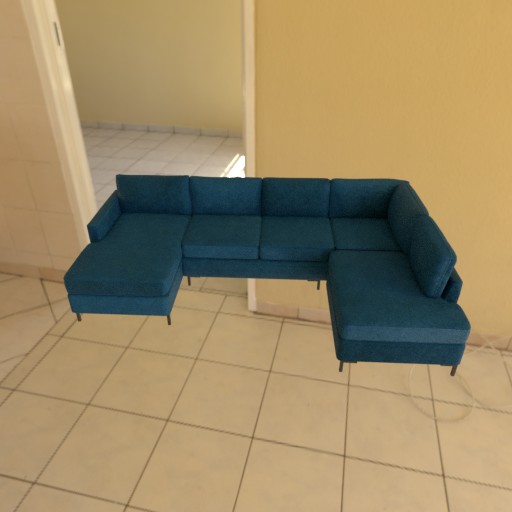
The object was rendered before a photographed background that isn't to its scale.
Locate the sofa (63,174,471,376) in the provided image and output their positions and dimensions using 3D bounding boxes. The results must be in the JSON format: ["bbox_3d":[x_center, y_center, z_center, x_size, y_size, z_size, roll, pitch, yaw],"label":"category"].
[{"bbox_3d":[0.000,0.000,4.323,3.434,0.992,2.055,2,32,3],"label":"sofa"}]
